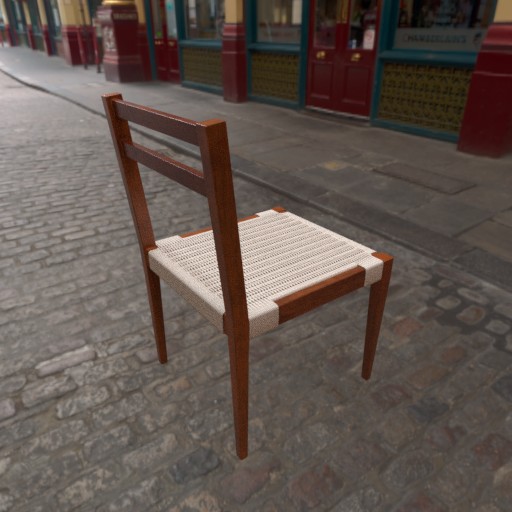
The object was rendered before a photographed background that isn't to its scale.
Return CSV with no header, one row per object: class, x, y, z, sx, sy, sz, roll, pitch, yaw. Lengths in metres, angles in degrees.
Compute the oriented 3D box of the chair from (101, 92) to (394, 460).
chair,0.000,0.000,1.235,0.569,0.851,0.495,-19,32,-32
